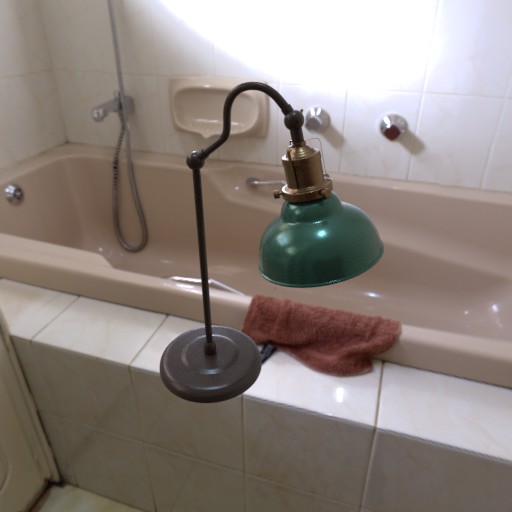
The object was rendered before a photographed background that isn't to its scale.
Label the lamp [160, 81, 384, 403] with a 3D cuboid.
[{"bbox_3d":[0.000,0.000,0.686,0.374,0.508,0.192,11,32,18],"label":"lamp"}]
